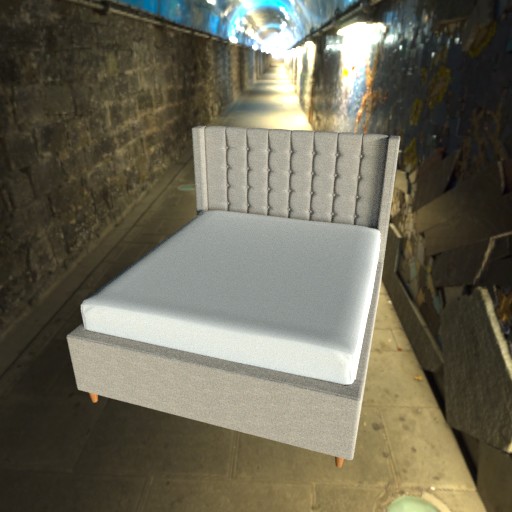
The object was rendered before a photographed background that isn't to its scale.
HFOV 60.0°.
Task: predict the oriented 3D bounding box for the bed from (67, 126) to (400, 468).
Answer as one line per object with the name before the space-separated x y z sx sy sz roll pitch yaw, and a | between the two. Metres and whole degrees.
bed | 0.000 0.000 3.744 2.044 1.748 2.372 8 26 17
